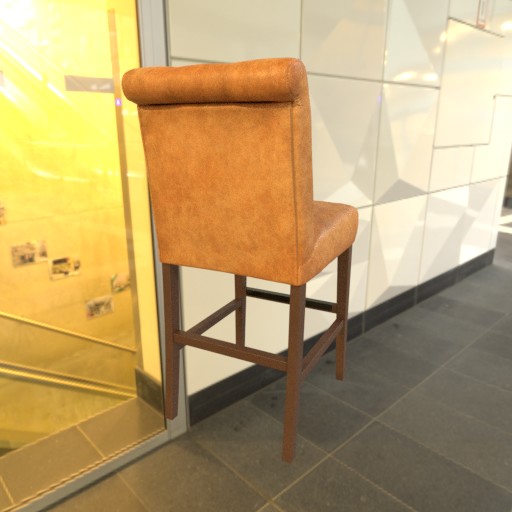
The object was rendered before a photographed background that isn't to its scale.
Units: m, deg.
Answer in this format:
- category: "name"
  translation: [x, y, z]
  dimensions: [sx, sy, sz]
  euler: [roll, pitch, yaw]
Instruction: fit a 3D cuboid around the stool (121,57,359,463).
- category: "stool"
  translation: [0.000, 0.000, 1.367]
  dimensions: [0.493, 1.047, 0.601]
  euler: [8, 19, 26]
